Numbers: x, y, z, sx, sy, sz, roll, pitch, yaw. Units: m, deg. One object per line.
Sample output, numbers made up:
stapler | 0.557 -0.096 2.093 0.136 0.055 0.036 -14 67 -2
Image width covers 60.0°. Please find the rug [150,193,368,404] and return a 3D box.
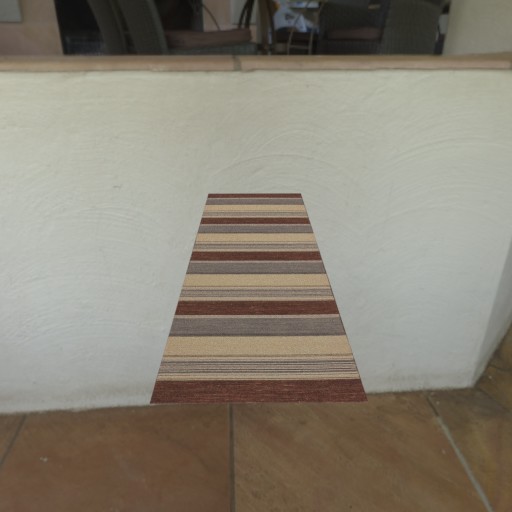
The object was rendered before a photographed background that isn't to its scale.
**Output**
rug | 0.000 0.000 2.700 0.792 0.006 2.437 0 26 0
